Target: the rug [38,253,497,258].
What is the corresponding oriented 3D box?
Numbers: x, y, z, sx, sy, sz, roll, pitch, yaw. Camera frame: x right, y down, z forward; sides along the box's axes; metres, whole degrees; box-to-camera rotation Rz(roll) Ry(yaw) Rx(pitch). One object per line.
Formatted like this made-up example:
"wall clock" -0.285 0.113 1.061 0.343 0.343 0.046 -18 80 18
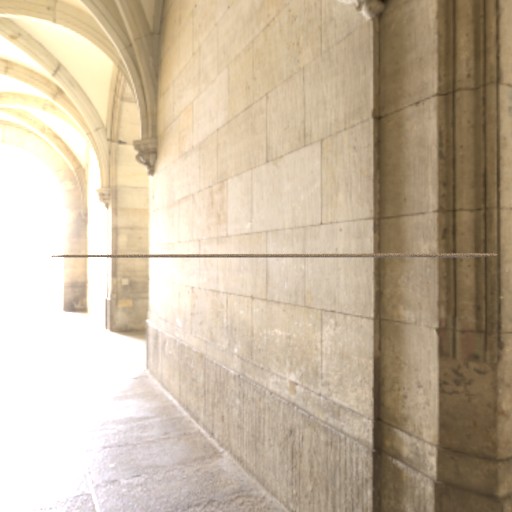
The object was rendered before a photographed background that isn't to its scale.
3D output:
"rug" 0.000 0.000 2.663 2.452 0.017 0.855 0 0 17
